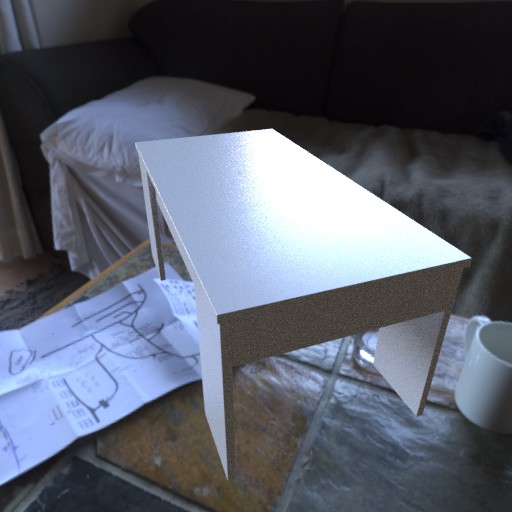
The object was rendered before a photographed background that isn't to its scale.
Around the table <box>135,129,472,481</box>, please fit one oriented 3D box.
[{"bbox_3d":[0.000,0.000,1.276,0.500,0.440,1.000,-11,32,-17],"label":"table"}]
